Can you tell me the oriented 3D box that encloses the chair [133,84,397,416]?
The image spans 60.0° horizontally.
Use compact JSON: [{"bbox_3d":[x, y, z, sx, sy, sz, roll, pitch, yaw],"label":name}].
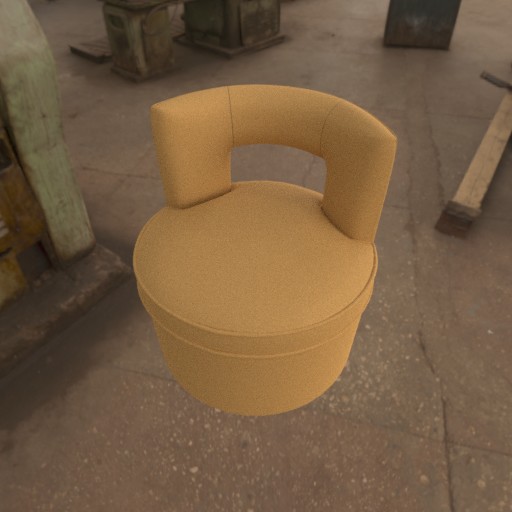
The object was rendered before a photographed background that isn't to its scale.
[{"bbox_3d":[0.000,0.000,1.231,0.650,0.723,0.665,11,43,12],"label":"chair"}]
